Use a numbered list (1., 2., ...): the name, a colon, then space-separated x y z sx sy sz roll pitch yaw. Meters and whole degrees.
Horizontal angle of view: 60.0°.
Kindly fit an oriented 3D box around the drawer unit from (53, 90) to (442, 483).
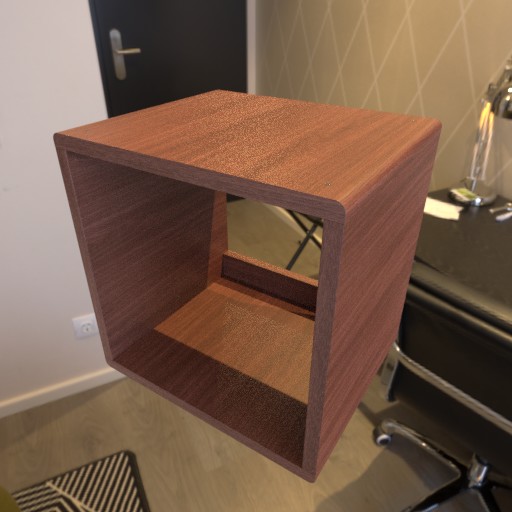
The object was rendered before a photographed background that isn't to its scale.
1. drawer unit: 0.000 0.000 0.601 0.349 0.351 0.290 19 36 28
